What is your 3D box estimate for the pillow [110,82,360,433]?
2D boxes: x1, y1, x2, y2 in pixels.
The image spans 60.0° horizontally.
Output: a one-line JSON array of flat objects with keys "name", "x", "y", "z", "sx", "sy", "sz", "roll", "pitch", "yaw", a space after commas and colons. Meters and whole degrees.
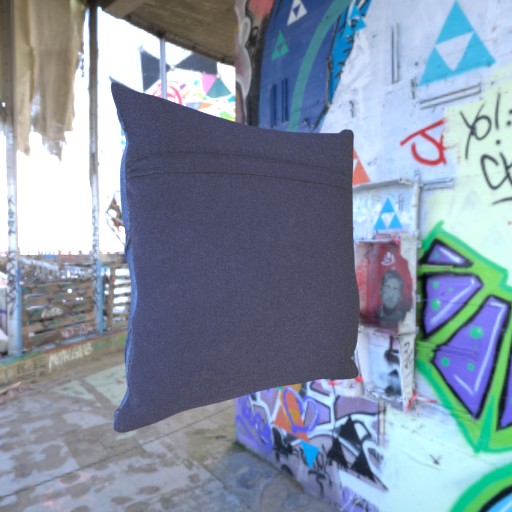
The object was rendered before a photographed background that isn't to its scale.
[{"name": "pillow", "x": 0.000, "y": 0.000, "z": 0.669, "sx": 0.439, "sy": 0.440, "sz": 0.183, "roll": -1, "pitch": 2, "yaw": -36}]
